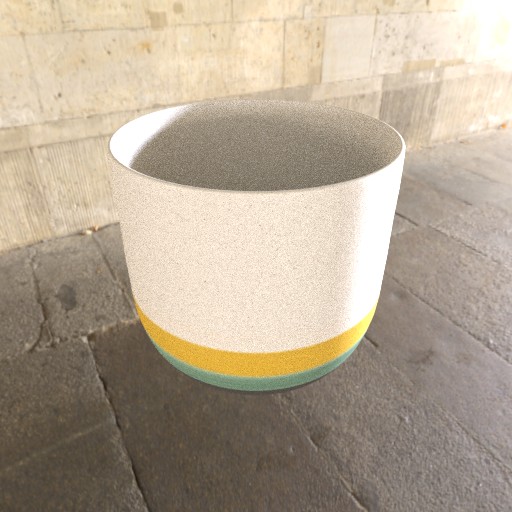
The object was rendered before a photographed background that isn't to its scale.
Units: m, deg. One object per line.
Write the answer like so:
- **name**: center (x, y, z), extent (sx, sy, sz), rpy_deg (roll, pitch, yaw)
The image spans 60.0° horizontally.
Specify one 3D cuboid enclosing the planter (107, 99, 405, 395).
- **planter**: center (0.000, 0.000, 0.482), extent (0.268, 0.270, 0.268), rpy_deg (0, 33, 0)
